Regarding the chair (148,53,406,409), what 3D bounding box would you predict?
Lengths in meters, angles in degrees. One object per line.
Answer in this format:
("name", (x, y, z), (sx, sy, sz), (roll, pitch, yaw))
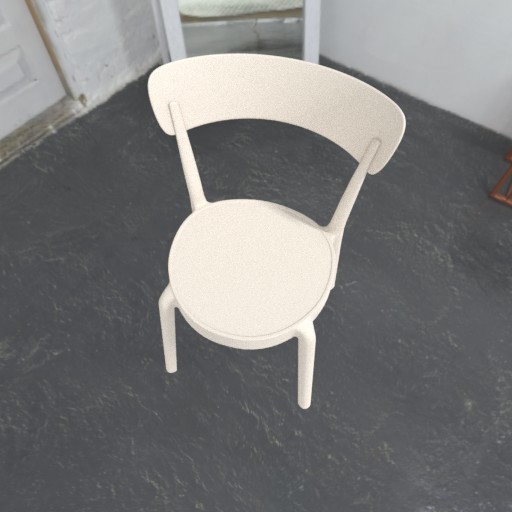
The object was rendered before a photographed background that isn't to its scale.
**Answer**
("chair", (0.000, 0.000, 1.114), (0.506, 0.790, 0.491), (13, 60, 7))
